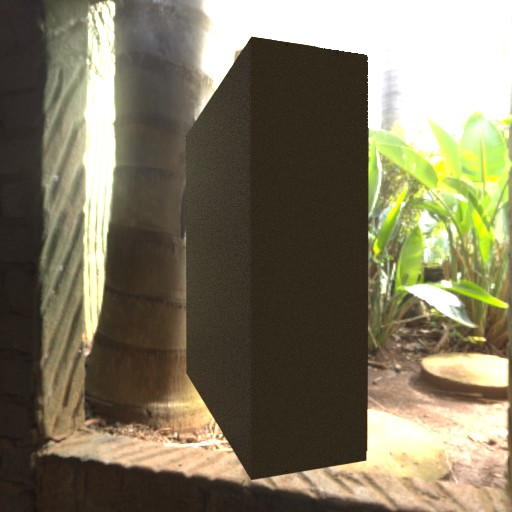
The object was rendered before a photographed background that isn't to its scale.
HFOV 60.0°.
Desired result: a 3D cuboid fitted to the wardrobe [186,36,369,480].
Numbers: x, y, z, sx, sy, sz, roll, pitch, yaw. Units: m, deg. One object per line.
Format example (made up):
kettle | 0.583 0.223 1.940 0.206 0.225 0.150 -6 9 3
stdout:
wardrobe | 0.000 0.000 2.891 0.629 1.960 1.780 0 1 -18
